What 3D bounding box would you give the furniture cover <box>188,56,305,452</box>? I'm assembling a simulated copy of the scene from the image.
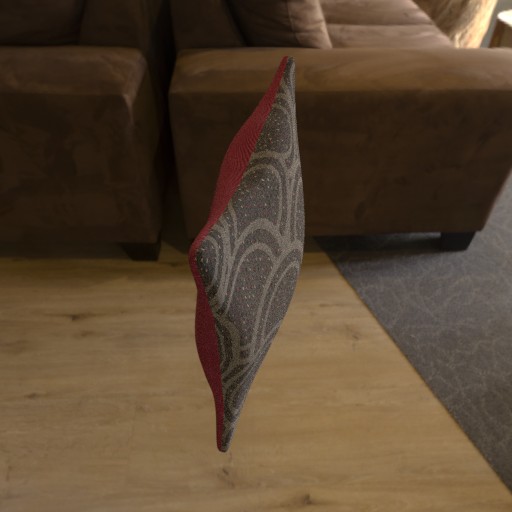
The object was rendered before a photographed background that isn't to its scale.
[{"bbox_3d":[0.000,0.000,0.794,0.163,0.513,0.514,10,46,10],"label":"furniture cover"}]
